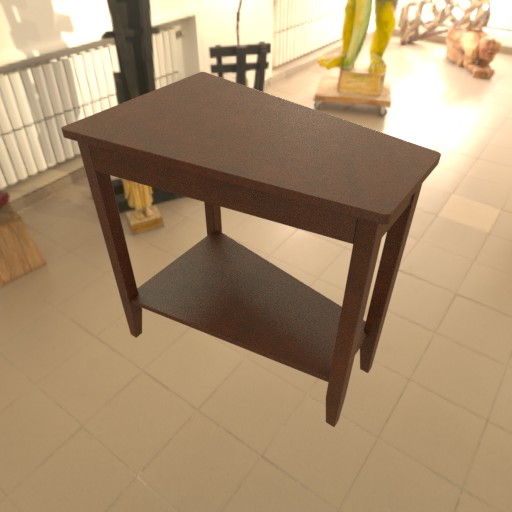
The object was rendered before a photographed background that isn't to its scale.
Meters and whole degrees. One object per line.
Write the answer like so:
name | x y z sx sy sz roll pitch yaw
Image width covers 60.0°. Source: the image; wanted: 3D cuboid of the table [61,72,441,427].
table | 0.000 0.000 0.992 0.605 0.589 0.399 25 46 27
